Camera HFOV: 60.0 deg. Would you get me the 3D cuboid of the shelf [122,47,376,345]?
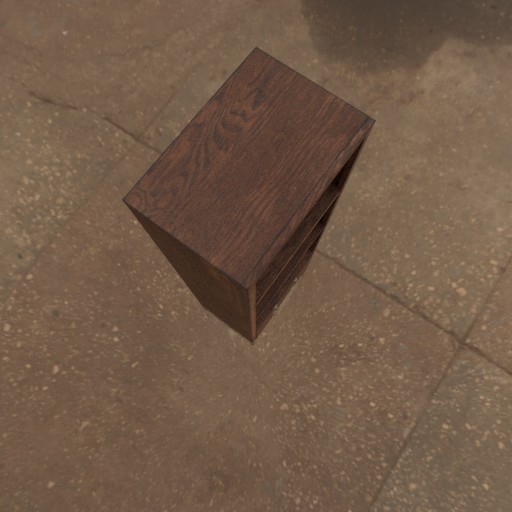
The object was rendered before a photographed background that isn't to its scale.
[{"bbox_3d":[0.000,0.000,1.908,0.395,1.732,0.539,35,78,9],"label":"shelf"}]
